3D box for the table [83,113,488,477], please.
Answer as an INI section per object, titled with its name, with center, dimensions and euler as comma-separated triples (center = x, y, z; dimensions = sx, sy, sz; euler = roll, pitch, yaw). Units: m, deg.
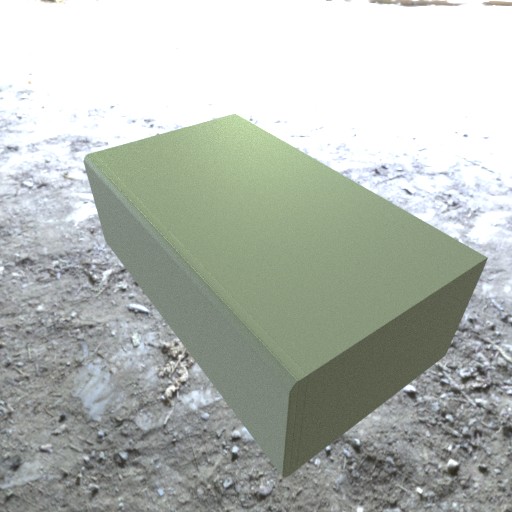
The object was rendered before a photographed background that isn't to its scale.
[table]
center = 0.000, 0.000, 1.418
dimensions = 0.639, 0.442, 1.097
euler = -25, 46, -27
